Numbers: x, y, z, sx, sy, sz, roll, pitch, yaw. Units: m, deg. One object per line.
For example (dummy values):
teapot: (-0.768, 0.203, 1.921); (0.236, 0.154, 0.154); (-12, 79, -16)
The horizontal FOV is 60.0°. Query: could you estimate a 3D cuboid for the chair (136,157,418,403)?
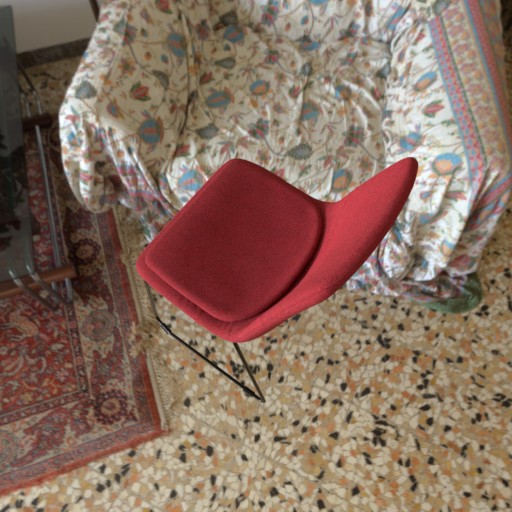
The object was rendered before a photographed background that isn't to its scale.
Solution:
chair: (0.000, 0.000, 1.127); (0.518, 0.858, 0.479); (33, 68, 15)
